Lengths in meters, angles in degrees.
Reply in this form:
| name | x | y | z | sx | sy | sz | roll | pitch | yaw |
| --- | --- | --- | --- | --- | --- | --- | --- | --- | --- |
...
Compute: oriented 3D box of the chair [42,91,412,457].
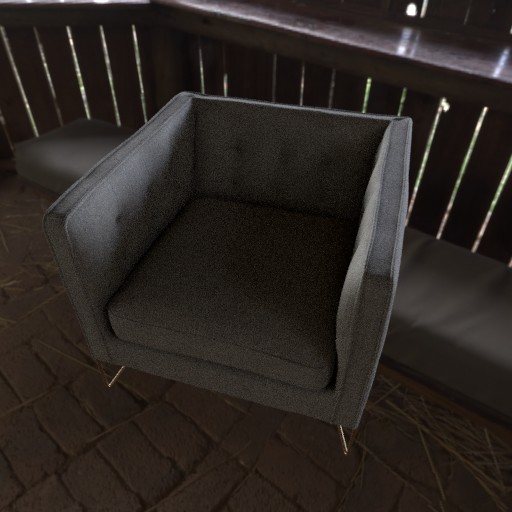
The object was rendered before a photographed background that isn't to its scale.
| name | x | y | z | sx | sy | sz | roll | pitch | yaw |
| --- | --- | --- | --- | --- | --- | --- | --- | --- | --- |
| chair | 0.000 | 0.000 | 1.594 | 0.920 | 0.799 | 0.912 | 11 | 41 | 13 |
